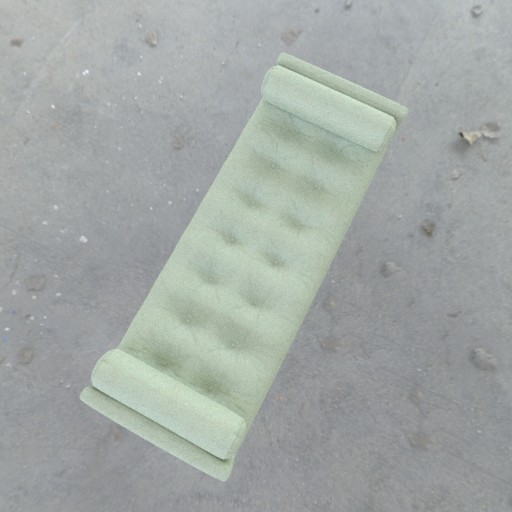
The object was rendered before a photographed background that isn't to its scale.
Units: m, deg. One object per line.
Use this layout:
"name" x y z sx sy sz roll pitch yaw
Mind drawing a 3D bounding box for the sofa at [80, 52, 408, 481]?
"sofa" 0.000 0.000 2.488 0.796 0.705 2.102 27 78 6
